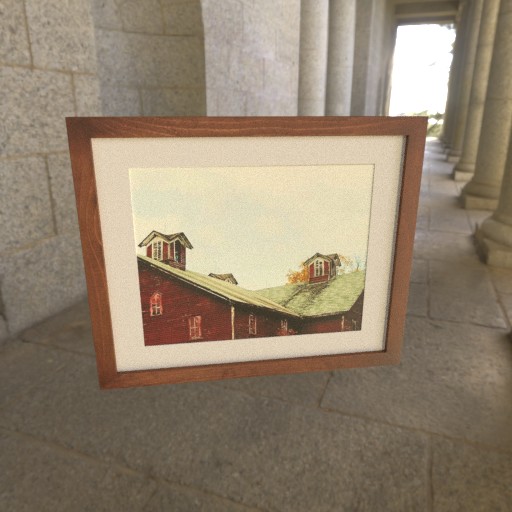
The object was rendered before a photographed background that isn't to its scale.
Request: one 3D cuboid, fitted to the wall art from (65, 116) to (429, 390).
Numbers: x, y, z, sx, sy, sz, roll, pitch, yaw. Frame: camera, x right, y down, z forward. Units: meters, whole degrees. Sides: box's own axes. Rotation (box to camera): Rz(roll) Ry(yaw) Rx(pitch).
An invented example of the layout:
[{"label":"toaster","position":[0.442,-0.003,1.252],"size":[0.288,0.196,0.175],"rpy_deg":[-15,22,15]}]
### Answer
[{"label":"wall art","position":[0.000,0.000,0.761],"size":[0.558,0.457,0.033],"rpy_deg":[-3,18,-8]}]
